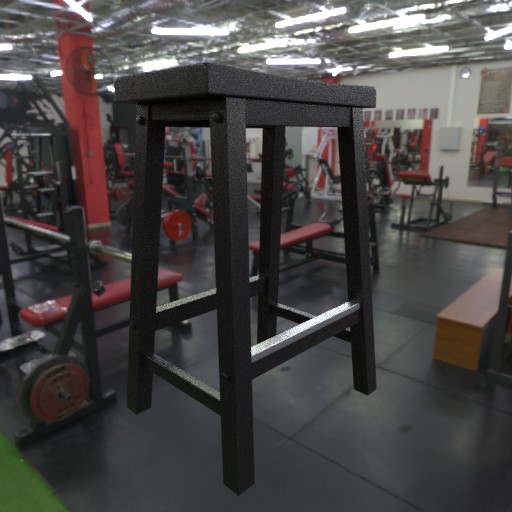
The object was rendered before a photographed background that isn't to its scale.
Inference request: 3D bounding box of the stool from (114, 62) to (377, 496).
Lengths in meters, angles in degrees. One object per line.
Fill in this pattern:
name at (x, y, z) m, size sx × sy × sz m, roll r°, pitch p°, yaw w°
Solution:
stool at (0.000, 0.000, 0.832) m, size 0.322 × 0.610 × 0.406 m, roll 14°, pitch 21°, yaw 42°
